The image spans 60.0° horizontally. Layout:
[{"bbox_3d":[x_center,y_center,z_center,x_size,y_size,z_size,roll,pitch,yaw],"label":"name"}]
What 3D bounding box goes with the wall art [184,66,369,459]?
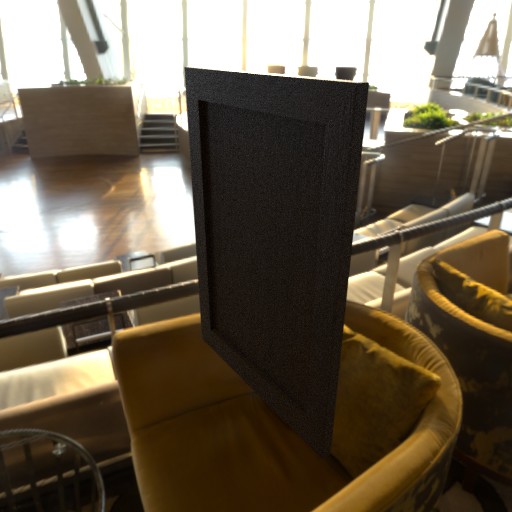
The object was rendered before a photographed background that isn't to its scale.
[{"bbox_3d":[0.000,0.000,0.671,0.017,0.513,0.359,-17,31,-31],"label":"wall art"}]
